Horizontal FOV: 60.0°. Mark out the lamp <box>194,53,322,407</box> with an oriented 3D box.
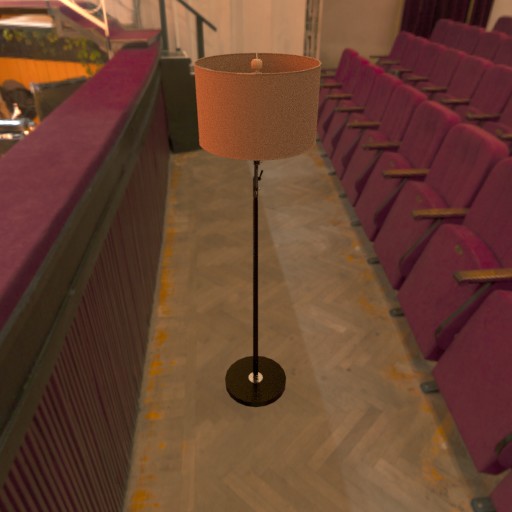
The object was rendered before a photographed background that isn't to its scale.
[{"bbox_3d":[0.000,0.000,1.919,0.373,1.635,0.809,-1,32,-1],"label":"lamp"}]
